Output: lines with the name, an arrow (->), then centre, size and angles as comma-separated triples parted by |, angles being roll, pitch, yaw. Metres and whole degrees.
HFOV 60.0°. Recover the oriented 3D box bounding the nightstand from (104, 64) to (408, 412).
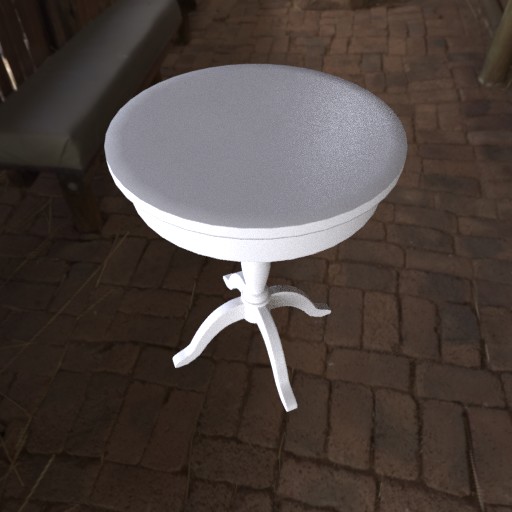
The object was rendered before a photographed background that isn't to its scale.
nightstand -> 0.000, 0.000, 1.006 | 0.513, 0.653, 0.513 | -10, 47, -9
